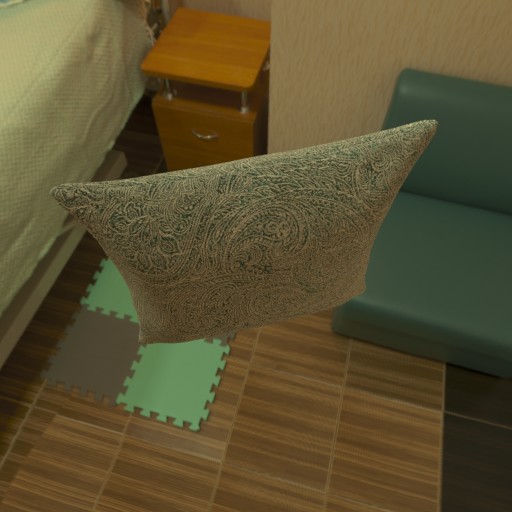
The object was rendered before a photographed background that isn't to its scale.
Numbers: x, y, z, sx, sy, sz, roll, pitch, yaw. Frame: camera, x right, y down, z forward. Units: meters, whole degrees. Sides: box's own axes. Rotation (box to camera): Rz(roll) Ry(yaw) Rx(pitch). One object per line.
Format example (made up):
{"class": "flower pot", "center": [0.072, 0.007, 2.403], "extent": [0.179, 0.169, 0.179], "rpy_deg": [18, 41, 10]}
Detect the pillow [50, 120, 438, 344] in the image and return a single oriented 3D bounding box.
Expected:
{"class": "pillow", "center": [0.000, 0.000, 0.792], "extent": [0.526, 0.507, 0.166], "rpy_deg": [-12, 58, -8]}
